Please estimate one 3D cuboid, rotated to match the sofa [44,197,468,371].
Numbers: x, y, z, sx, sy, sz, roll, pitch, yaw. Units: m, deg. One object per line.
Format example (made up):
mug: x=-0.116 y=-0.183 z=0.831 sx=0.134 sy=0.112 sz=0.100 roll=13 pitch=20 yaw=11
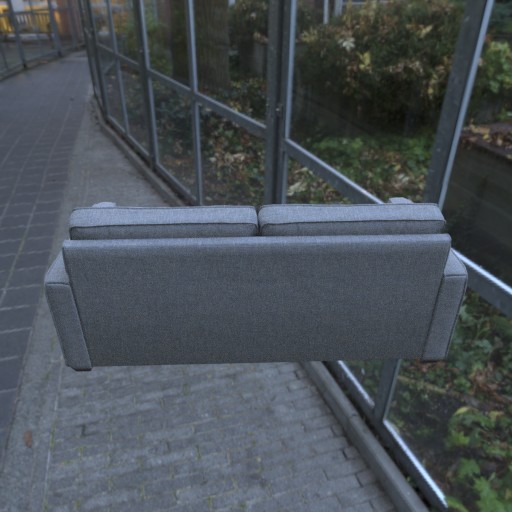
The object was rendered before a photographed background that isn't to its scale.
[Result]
sofa: x=0.000 y=0.000 z=2.577 sx=2.078 sy=0.918 sz=0.945 roll=-1 pitch=31 yaw=-2
